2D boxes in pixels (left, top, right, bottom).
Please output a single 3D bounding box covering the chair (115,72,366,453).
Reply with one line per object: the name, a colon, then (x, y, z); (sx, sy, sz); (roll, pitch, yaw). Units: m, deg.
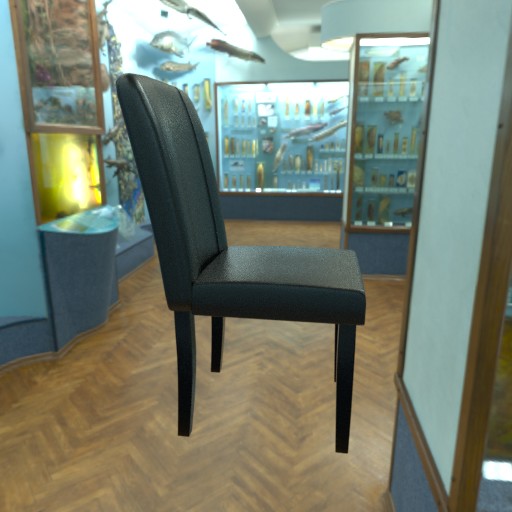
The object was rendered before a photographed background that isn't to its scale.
chair: (0.000, 0.000, 1.194); (0.556, 0.897, 0.399); (2, 15, 9)
